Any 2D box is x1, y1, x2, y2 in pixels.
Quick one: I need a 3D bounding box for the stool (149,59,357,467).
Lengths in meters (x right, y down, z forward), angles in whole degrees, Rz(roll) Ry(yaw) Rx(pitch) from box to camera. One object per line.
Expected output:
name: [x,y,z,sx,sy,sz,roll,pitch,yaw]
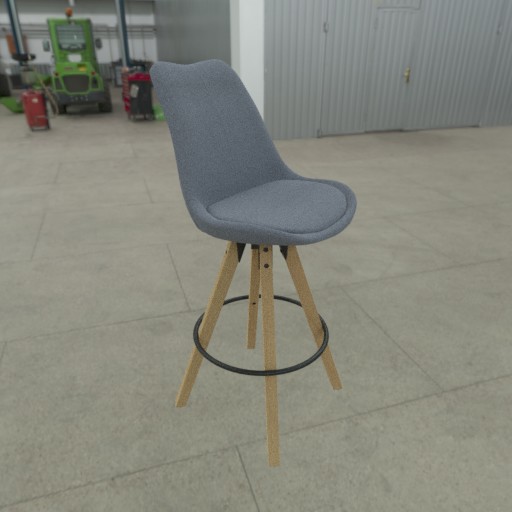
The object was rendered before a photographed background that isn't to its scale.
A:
stool: [0.000,0.000,1.393,0.550,1.115,0.485,18,31,33]
